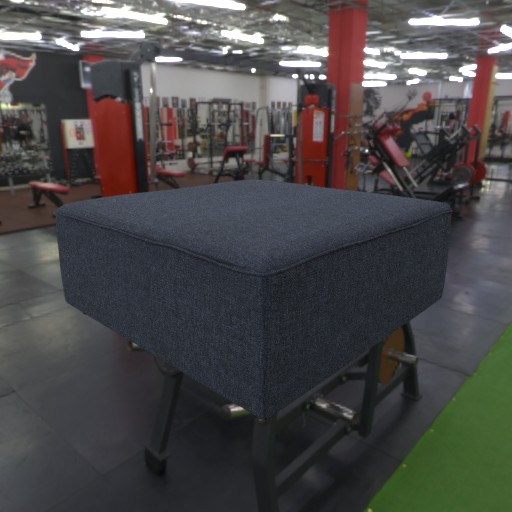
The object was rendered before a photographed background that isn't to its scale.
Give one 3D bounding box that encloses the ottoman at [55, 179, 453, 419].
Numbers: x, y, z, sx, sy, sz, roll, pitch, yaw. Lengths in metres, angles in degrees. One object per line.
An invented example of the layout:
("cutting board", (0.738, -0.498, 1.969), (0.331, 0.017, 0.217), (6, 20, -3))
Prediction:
("ottoman", (0.000, 0.000, 1.601), (1.017, 0.423, 1.023), (16, 23, 42))
